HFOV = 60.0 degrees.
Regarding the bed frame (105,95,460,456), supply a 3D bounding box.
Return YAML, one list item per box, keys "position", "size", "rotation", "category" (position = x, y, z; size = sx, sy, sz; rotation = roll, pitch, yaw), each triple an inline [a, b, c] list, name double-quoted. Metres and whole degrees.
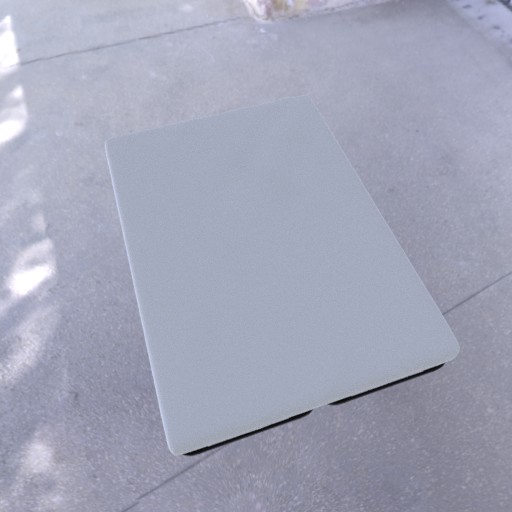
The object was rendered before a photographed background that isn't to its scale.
- position: [0.000, 0.000, 2.598]
  size: [1.372, 0.637, 1.905]
  rotation: [-16, 59, -10]
  category: "bed frame"
